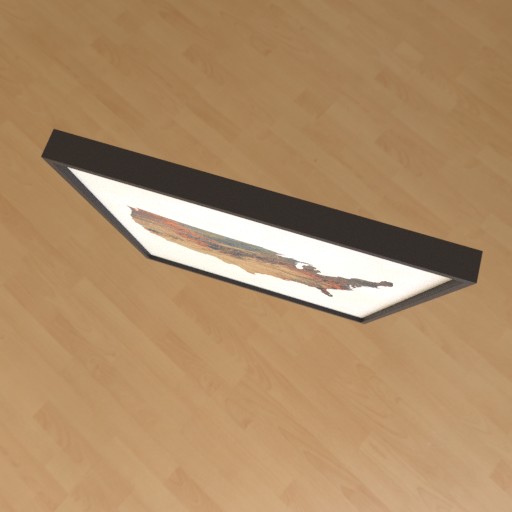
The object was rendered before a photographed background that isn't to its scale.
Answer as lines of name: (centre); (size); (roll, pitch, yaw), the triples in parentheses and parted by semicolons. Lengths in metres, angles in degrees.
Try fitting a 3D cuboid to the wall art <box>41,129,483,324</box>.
wall art: (0.000, 0.000, 0.743); (0.507, 0.507, 0.038); (17, 77, 4)
